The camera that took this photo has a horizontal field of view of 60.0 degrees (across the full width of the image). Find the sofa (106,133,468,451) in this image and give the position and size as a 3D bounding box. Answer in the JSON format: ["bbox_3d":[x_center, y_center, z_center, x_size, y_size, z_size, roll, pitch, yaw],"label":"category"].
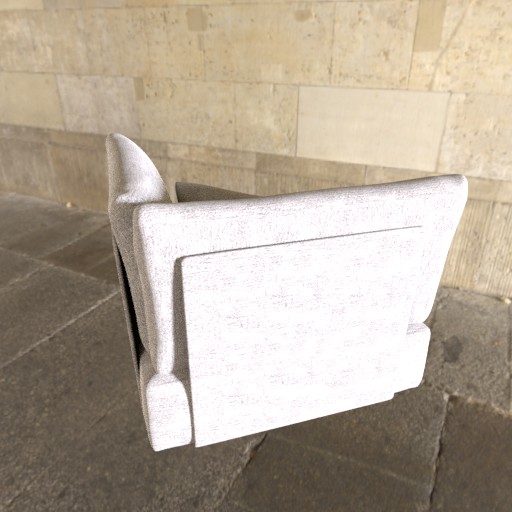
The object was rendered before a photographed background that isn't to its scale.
[{"bbox_3d":[0.000,0.000,1.708,1.000,0.820,1.000,-8,27,-15],"label":"sofa"}]
